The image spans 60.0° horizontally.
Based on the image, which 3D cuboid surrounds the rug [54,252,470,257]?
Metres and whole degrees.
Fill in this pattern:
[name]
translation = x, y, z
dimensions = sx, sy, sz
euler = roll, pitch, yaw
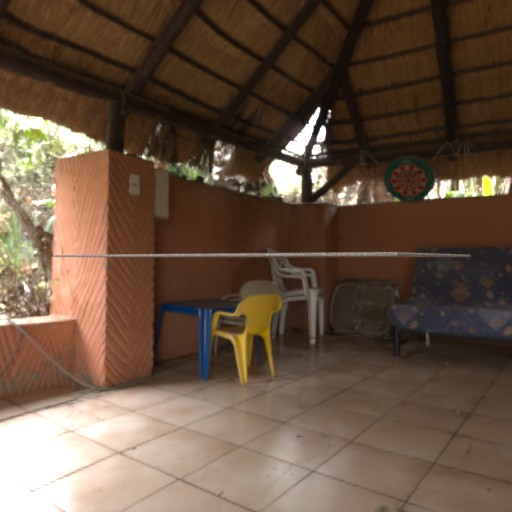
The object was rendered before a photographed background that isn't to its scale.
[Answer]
[rug]
translation = 0.000, 0.000, 3.048
dimensions = 2.438, 0.015, 1.524
euler = 0, 0, 35
